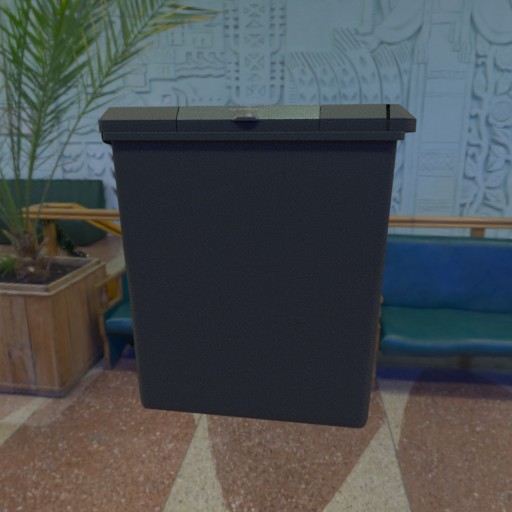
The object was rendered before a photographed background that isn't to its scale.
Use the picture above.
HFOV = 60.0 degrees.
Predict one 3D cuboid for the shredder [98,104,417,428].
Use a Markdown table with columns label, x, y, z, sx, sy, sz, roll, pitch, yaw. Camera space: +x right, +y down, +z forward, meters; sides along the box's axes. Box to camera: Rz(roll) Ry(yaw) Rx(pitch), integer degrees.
| label | x | y | z | sx | sy | sz | roll | pitch | yaw |
| --- | --- | --- | --- | --- | --- | --- | --- | --- | --- |
| shredder | 0.000 | 0.000 | 0.519 | 0.320 | 0.335 | 0.170 | 2 | 15 | 8 |
